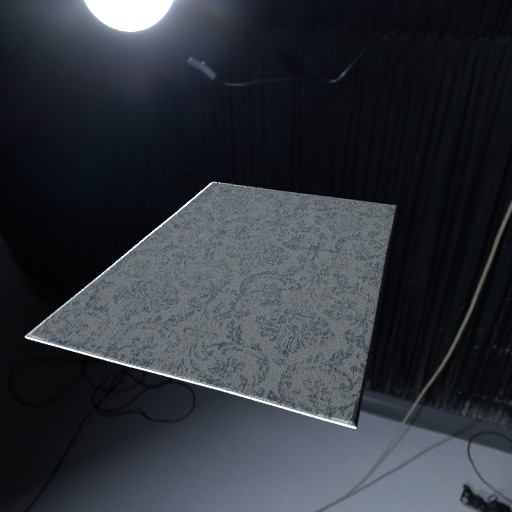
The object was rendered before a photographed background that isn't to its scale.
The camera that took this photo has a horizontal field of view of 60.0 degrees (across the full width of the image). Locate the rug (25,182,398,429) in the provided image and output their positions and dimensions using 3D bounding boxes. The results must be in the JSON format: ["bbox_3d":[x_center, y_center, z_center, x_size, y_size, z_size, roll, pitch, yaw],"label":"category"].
[{"bbox_3d":[0.000,0.000,2.799,1.586,0.014,2.197,10,32,17],"label":"rug"}]
